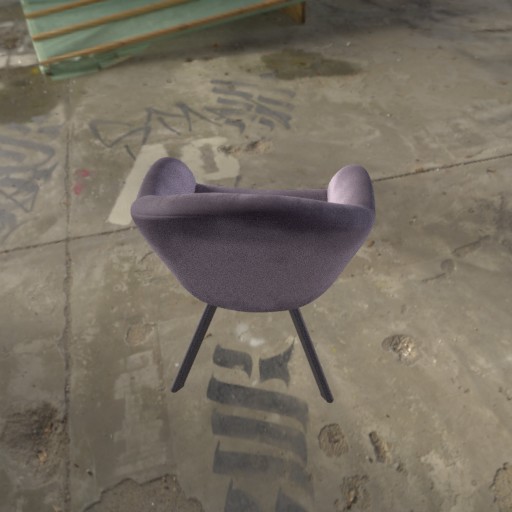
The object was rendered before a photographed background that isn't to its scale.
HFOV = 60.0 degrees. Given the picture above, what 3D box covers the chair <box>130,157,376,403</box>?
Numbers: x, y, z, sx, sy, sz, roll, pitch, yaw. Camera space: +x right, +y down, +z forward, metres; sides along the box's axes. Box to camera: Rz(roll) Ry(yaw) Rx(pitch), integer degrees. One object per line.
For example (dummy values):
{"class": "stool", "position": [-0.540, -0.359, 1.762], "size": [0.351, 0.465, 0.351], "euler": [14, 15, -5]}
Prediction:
{"class": "chair", "position": [0.000, 0.000, 1.178], "size": [0.550, 0.795, 0.590], "euler": [3, 46, 3]}
